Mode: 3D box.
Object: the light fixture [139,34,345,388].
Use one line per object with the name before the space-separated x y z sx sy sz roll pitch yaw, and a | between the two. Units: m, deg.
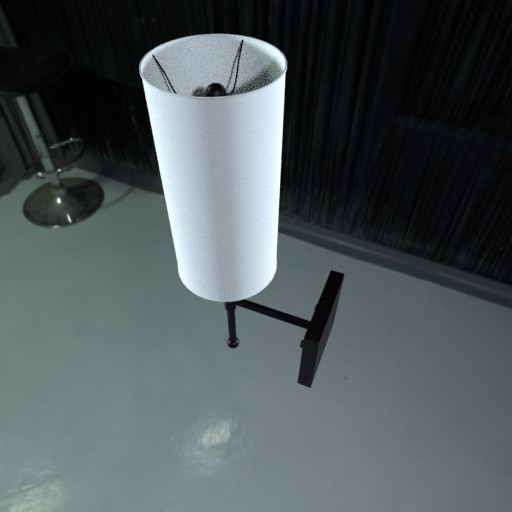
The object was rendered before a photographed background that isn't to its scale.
light fixture | 0.000 0.000 0.545 0.208 0.462 0.128 17 49 15
